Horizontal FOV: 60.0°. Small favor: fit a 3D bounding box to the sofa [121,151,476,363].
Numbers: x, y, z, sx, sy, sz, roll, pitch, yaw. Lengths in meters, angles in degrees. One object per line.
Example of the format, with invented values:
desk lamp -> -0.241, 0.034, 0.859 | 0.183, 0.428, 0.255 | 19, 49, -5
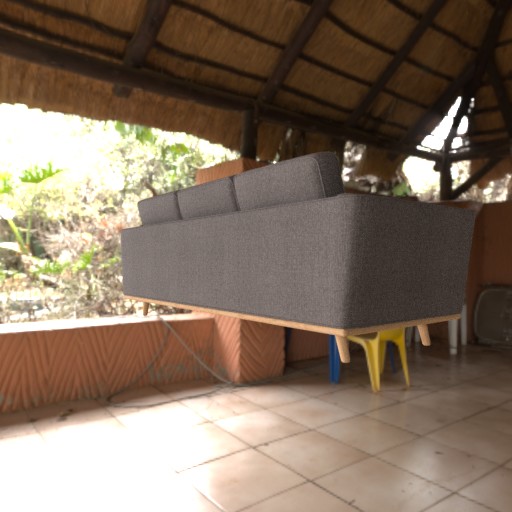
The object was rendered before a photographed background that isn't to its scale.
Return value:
sofa -> 0.000, 0.000, 2.800 | 0.903, 0.899, 2.362 | 1, -1, -38
